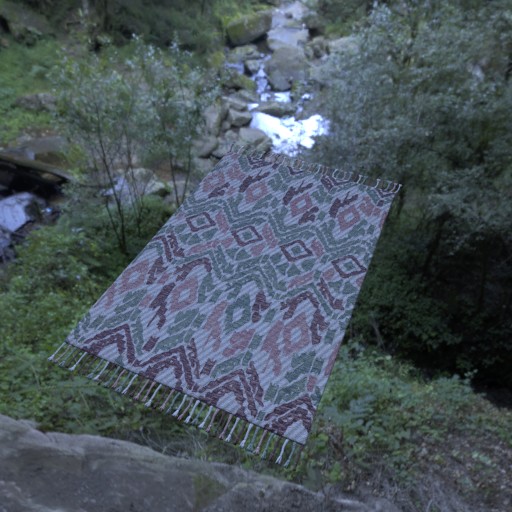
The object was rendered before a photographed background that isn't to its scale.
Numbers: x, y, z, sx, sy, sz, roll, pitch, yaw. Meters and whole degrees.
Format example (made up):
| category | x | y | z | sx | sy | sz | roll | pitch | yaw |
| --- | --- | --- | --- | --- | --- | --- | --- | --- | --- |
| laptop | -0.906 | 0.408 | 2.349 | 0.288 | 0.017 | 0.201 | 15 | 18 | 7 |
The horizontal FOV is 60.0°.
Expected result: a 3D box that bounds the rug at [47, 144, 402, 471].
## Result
| category | x | y | z | sx | sy | sz | roll | pitch | yaw |
| --- | --- | --- | --- | --- | --- | --- | --- | --- | --- |
| rug | 0.000 | 0.000 | 3.035 | 1.524 | 0.011 | 2.438 | 18 | 49 | 16 |
